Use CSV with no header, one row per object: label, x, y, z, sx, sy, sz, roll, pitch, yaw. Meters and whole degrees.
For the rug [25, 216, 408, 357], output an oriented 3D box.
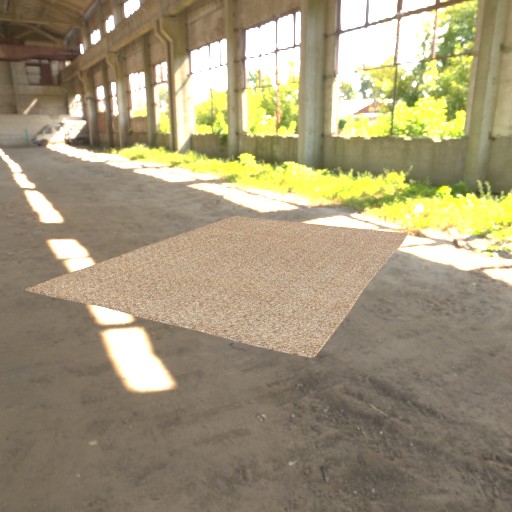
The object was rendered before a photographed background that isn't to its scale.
rug,0.000,0.000,2.811,1.566,0.013,2.141,8,18,25
